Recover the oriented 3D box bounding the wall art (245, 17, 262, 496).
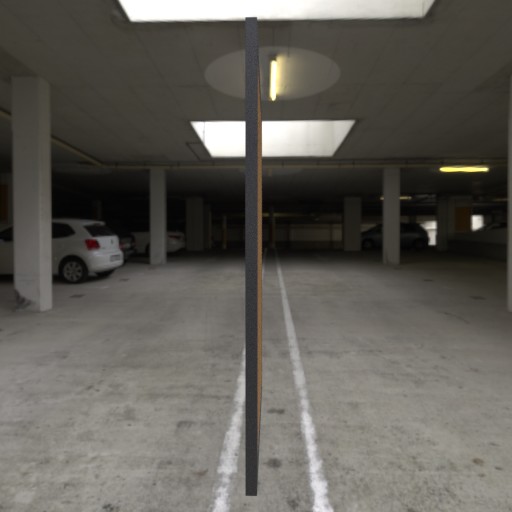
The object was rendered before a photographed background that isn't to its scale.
[{"bbox_3d":[0.000,0.000,0.683,0.013,0.534,0.380,0,1,2],"label":"wall art"}]
